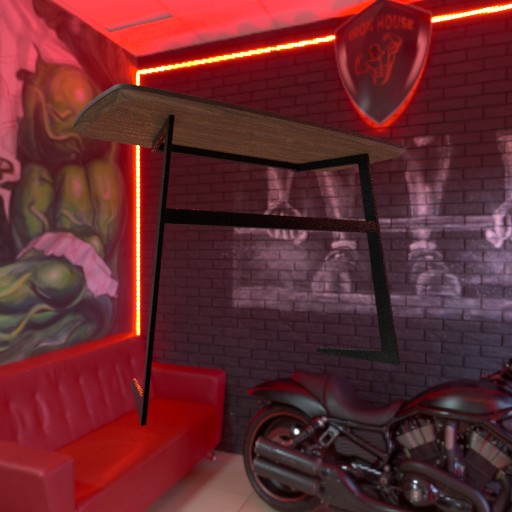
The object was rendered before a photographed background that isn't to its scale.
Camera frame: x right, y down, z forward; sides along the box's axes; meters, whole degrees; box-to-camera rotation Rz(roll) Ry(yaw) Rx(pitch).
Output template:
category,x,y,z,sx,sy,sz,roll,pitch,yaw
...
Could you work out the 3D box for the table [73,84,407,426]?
category,x,y,z,sx,sy,sz,roll,pitch,yaw
table,0.000,0.000,1.085,0.804,0.576,0.361,0,0,-36
